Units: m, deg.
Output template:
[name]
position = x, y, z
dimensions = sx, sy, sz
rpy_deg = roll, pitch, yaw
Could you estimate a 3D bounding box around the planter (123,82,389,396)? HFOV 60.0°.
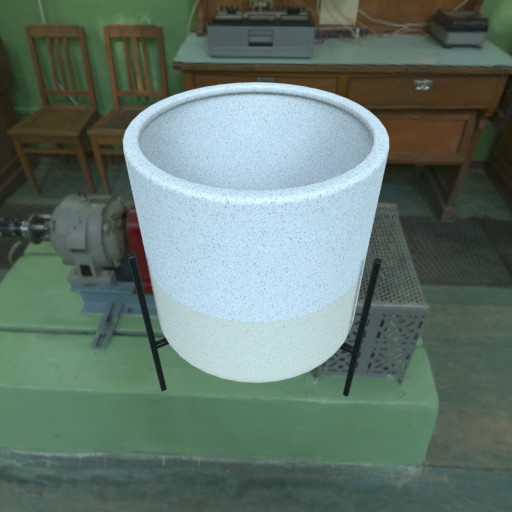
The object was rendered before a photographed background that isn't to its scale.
[planter]
position = 0.000, 0.000, 0.671
dimensions = 0.313, 0.423, 0.335
rpy_deg = 1, 41, 1
